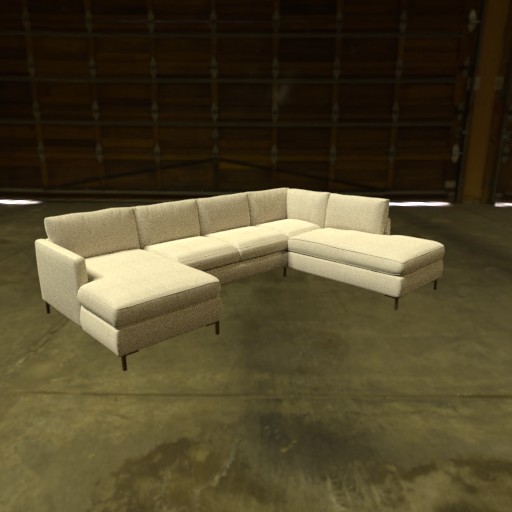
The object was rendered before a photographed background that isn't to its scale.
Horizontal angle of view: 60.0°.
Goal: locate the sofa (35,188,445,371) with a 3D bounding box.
[{"bbox_3d":[0.000,0.000,3.511,2.737,0.756,1.879,-14,21,-42],"label":"sofa"}]
